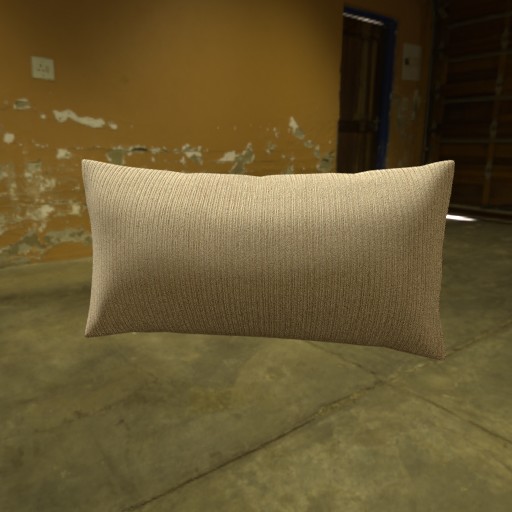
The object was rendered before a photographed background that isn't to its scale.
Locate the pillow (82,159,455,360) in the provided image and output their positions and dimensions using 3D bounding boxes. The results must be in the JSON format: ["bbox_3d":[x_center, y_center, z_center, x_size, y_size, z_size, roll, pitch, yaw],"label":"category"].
[{"bbox_3d":[0.000,0.000,0.725,0.608,0.307,0.155,2,13,8],"label":"pillow"}]
